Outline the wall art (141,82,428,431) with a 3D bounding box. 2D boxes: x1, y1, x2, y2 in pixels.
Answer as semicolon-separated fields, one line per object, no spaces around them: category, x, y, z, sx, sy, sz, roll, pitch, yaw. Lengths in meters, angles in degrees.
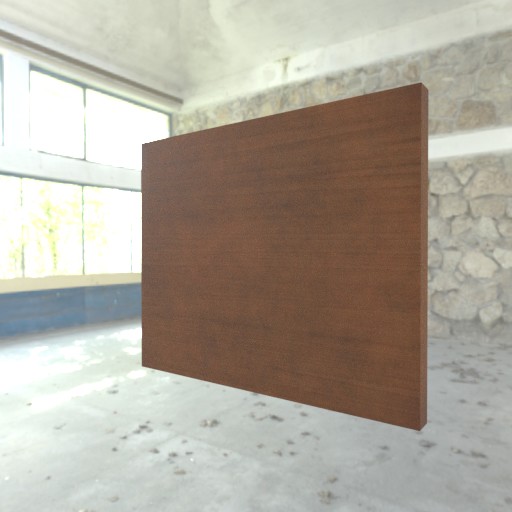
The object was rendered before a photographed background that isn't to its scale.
wall art;0.000;0.000;0.758;0.558;0.457;0.033;0;1;36
